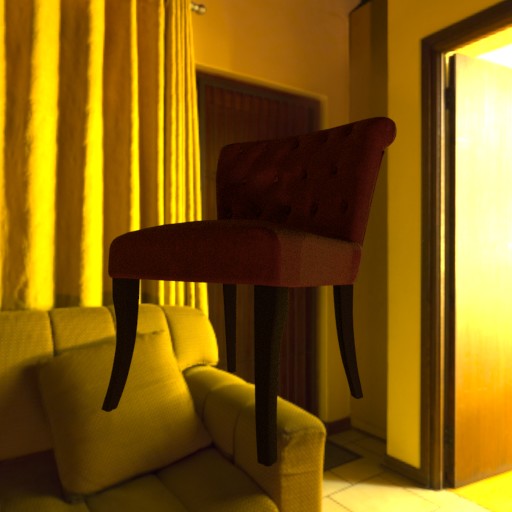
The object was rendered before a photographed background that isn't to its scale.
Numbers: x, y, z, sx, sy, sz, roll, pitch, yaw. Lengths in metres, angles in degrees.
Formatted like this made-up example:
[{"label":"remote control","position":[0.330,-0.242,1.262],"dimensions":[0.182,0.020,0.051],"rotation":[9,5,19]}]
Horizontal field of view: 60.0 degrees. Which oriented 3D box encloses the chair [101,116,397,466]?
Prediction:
[{"label":"chair","position":[0.000,0.000,1.169],"dimensions":[0.582,0.750,0.605],"rotation":[0,0,36]}]
